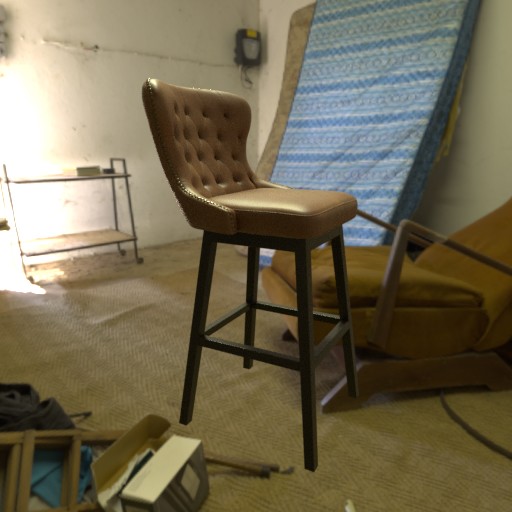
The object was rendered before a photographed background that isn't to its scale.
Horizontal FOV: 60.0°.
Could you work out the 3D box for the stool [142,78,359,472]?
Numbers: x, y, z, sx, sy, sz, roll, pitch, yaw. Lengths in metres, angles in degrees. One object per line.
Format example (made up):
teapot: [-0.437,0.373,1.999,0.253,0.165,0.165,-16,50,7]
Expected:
stool: [0.000,0.000,1.408,0.601,1.050,0.528,8,16,27]
